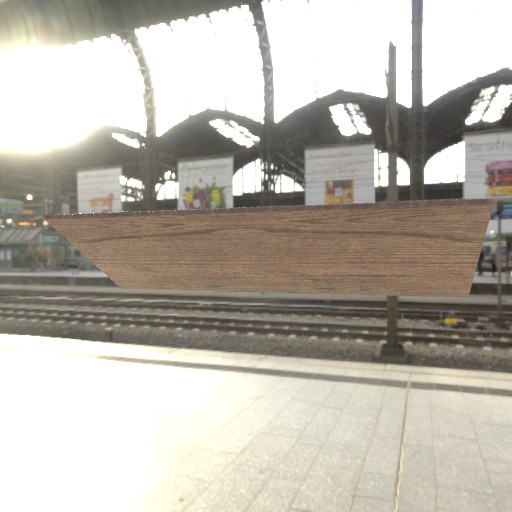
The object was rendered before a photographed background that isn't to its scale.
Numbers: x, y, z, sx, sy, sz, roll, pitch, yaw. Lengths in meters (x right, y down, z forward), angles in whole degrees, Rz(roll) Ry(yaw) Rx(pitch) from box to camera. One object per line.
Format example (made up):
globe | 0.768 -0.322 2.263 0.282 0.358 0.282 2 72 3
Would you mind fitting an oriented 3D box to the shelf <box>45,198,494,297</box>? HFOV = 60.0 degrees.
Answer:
shelf | 0.000 0.000 0.672 0.610 0.125 0.200 0 0 18
